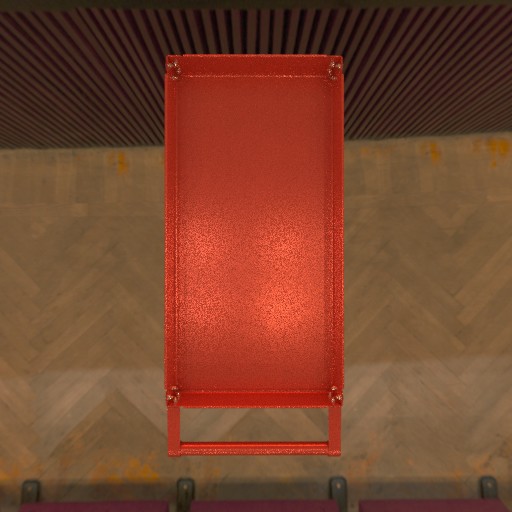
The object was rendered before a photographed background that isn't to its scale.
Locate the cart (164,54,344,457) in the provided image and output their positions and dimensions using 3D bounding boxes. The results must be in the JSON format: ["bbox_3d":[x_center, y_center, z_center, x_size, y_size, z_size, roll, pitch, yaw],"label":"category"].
[{"bbox_3d":[0.000,0.000,1.197,0.366,0.719,0.779,0,90,0],"label":"cart"}]
